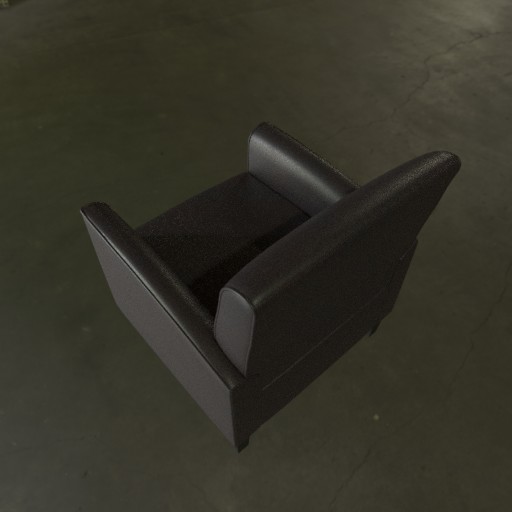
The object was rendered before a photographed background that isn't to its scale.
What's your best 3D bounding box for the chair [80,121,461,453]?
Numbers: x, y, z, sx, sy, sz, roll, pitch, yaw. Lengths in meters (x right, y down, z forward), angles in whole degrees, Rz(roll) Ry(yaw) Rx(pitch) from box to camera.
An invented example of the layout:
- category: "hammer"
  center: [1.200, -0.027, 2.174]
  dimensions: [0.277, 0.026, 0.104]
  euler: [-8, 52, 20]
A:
- category: "chair"
  center: [0.000, 0.000, 1.523]
  dimensions: [0.820, 0.916, 0.819]
  euler: [-33, 55, -27]
